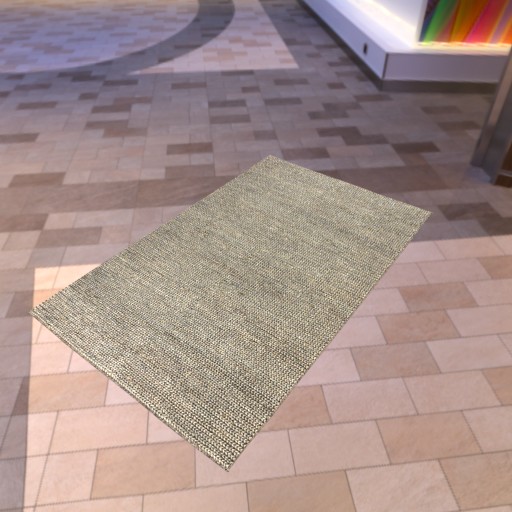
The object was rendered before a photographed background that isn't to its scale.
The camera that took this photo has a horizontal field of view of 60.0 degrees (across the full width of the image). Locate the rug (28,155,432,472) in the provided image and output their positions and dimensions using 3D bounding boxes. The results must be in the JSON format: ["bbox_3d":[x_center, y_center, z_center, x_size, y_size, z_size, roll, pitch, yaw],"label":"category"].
[{"bbox_3d":[0.000,0.000,2.995,1.538,0.021,2.443,26,47,27],"label":"rug"}]
